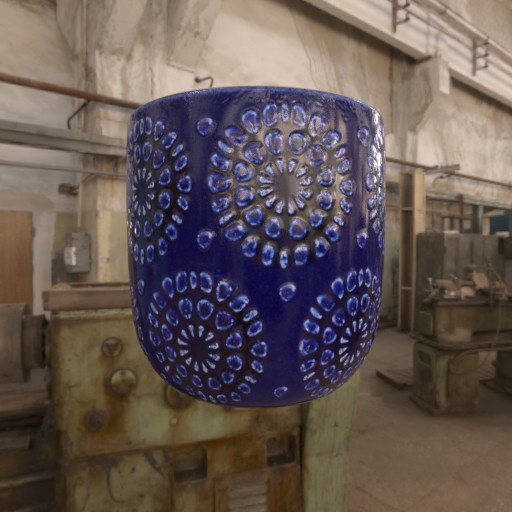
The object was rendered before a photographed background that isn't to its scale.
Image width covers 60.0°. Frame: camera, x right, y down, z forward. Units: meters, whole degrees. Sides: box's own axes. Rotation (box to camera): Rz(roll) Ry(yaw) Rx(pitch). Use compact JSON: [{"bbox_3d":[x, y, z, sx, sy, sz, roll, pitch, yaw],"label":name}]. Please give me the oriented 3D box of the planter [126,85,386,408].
[{"bbox_3d":[0.000,0.000,0.195,0.109,0.112,0.109,0,1,0],"label":"planter"}]
